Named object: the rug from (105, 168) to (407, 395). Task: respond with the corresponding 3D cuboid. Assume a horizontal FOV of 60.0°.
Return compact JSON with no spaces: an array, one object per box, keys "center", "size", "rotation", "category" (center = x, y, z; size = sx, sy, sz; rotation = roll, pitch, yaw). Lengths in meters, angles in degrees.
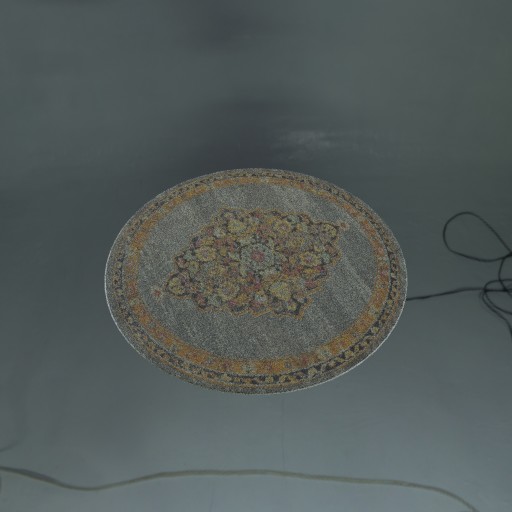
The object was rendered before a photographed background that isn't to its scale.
[{"center":[0.000,0.000,2.405],"size":[1.598,0.010,1.598],"rotation":[0,47,0],"category":"rug"}]
